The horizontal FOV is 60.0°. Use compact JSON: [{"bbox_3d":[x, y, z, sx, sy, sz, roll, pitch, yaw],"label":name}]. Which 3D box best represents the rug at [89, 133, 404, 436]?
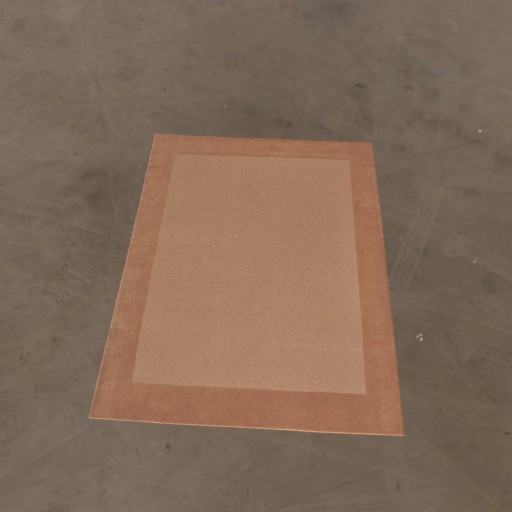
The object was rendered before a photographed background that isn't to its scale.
[{"bbox_3d":[0.000,0.000,4.164,2.431,0.021,3.057,3,59,2],"label":"rug"}]
